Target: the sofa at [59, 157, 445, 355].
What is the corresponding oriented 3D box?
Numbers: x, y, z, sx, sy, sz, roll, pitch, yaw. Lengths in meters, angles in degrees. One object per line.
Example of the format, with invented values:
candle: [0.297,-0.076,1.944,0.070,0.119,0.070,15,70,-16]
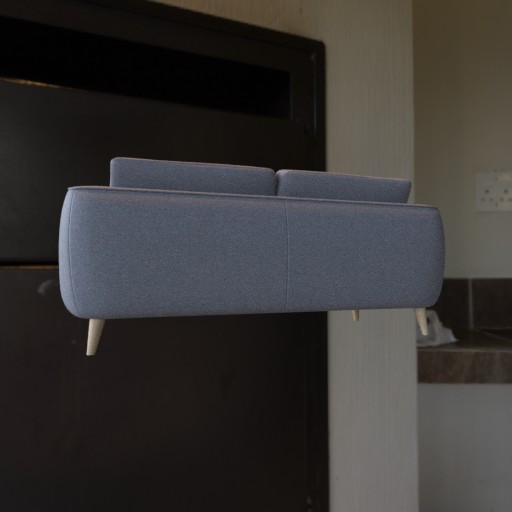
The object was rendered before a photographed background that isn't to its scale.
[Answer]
sofa: [0.000,0.000,2.550,2.000,0.870,0.920,1,-2,-19]
